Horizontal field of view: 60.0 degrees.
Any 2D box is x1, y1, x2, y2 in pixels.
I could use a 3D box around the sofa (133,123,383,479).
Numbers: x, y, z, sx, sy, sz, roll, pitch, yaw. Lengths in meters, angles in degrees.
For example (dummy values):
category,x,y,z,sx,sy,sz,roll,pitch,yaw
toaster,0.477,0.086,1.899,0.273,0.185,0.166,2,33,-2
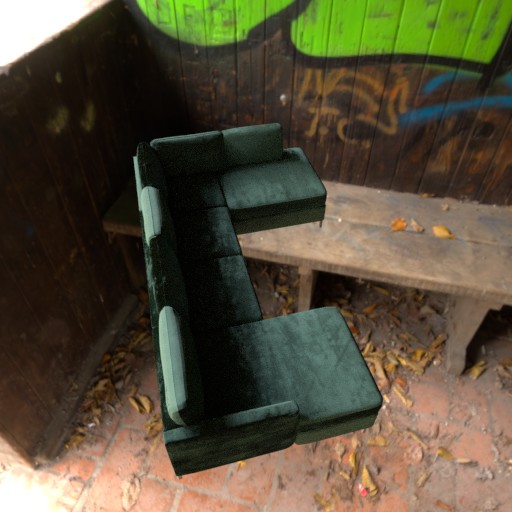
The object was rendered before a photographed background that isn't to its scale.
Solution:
category,x,y,z,sx,sy,sz,roll,pitch,yaw
sofa,0.000,0.000,4.283,2.055,0.992,3.434,-10,46,-10
